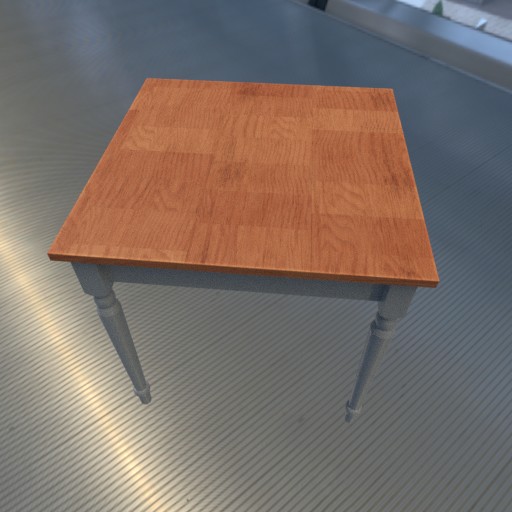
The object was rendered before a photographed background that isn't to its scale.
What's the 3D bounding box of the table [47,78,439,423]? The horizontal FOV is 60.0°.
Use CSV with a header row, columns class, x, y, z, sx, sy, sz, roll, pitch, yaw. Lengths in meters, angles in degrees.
class,x,y,z,sx,sy,sz,roll,pitch,yaw
table,0.000,0.000,1.360,0.747,0.738,0.747,4,47,4
